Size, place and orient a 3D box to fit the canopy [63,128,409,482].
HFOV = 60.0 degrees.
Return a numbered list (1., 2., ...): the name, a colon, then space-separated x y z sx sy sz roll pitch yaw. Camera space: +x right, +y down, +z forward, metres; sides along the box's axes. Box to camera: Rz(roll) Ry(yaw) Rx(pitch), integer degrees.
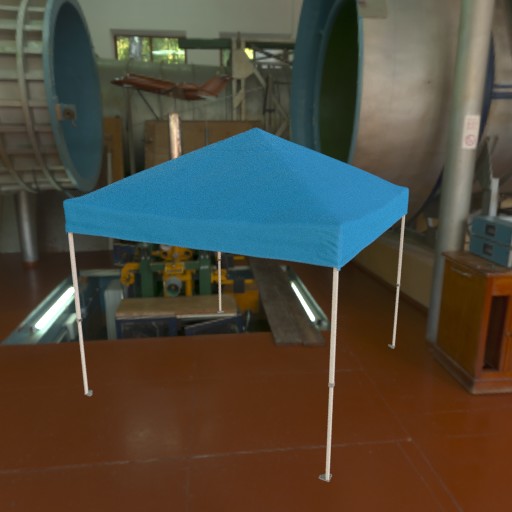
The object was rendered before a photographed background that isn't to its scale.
1. canopy: 0.000 0.000 5.385 2.996 2.997 2.998 7 16 27
